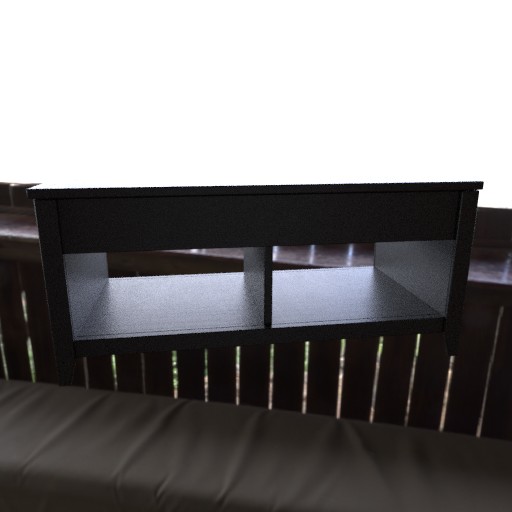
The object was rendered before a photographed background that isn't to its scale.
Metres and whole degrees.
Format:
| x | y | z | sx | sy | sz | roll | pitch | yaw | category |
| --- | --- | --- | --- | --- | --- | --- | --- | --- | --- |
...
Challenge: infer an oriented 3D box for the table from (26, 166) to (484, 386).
| x | y | z | sx | sy | sz | roll | pitch | yaw | category |
| --- | --- | --- | --- | --- | --- | --- | --- | --- | --- |
| 0.000 | 0.000 | 1.262 | 1.016 | 0.457 | 0.483 | -2 | 16 | -8 | table |
